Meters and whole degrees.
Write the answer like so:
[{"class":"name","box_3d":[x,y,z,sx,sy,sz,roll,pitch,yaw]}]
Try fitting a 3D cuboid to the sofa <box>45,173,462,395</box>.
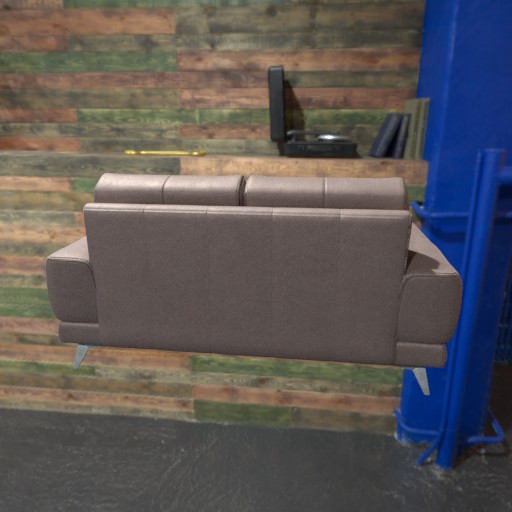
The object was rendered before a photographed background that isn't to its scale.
[{"class":"sofa","box_3d":[0.000,0.000,2.326,1.806,0.907,1.018,2,17,7]}]
